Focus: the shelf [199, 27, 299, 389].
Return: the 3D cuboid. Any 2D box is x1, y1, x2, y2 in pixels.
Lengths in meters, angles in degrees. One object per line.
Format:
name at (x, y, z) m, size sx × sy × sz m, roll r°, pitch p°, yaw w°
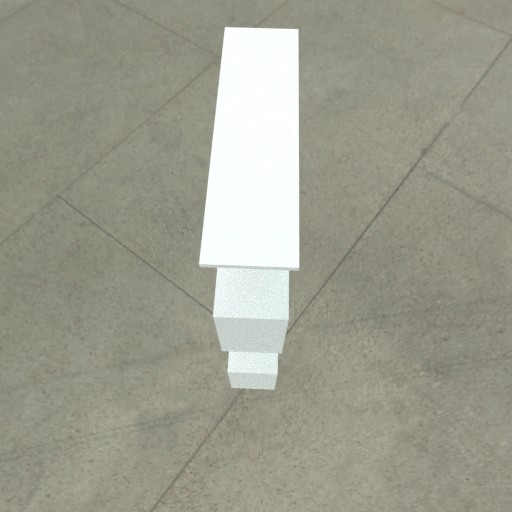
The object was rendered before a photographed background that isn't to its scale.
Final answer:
shelf at (0.000, 0.000, 2.032) m, size 0.250 × 1.650 × 0.890 m, roll 2°, pitch 63°, yaw 1°
